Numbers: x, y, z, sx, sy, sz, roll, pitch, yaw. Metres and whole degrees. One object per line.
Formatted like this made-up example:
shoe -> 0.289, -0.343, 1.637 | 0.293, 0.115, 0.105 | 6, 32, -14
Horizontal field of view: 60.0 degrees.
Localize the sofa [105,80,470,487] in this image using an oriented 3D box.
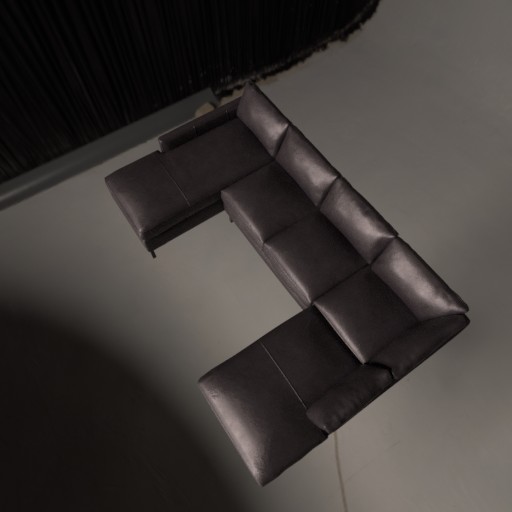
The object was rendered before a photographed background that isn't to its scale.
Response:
sofa -> 0.000, 0.000, 3.781 | 1.939, 0.900, 2.956 | -31, 67, -15
